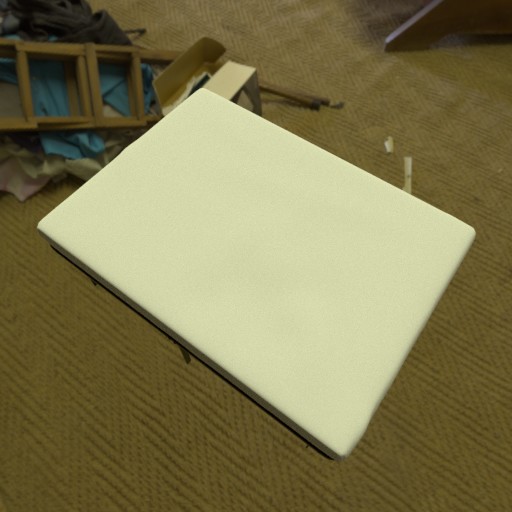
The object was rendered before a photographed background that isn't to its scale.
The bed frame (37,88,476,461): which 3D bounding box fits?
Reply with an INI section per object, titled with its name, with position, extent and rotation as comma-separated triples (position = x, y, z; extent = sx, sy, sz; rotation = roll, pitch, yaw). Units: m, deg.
[bed frame]
position = 0.000, 0.000, 2.536
extent = 1.905, 0.637, 1.372
rotation = 33, 65, 18
